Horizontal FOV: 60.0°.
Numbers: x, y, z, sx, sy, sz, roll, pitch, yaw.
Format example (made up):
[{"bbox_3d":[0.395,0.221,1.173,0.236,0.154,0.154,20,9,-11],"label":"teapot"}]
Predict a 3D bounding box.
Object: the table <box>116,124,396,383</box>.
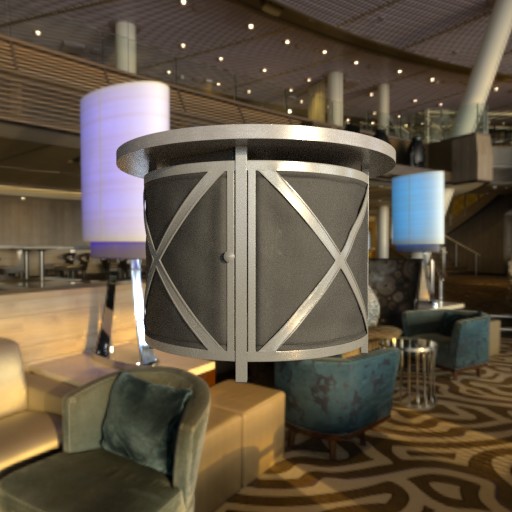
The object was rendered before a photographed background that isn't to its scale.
[{"bbox_3d":[0.000,0.000,1.526,0.914,0.650,0.914,0,1,0],"label":"table"}]
